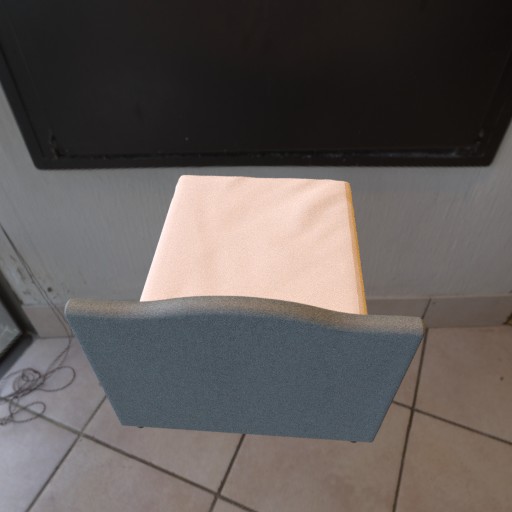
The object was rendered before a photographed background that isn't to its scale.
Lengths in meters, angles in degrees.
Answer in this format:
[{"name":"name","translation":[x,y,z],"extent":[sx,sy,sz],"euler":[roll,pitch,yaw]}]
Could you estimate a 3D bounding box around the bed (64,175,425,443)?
[{"name":"bed","translation":[0.000,0.000,3.300],"extent":[1.753,1.460,2.143],"euler":[3,46,3]}]
